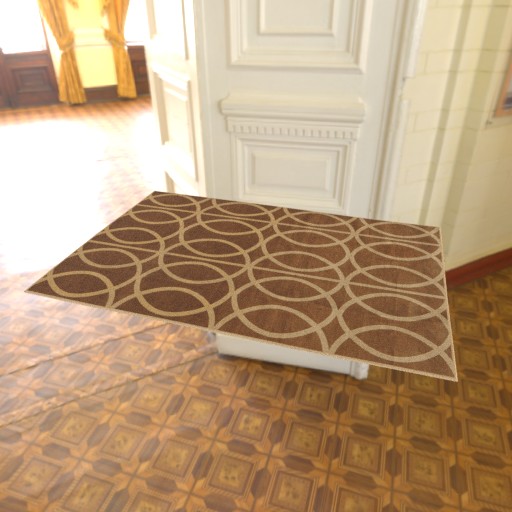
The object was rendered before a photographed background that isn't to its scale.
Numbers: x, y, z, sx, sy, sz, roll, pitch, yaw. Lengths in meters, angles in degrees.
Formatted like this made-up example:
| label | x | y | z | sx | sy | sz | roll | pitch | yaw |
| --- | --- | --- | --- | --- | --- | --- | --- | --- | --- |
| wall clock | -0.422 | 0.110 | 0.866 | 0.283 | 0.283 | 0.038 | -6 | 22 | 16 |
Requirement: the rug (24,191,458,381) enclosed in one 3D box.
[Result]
| label | x | y | z | sx | sy | sz | roll | pitch | yaw |
| --- | --- | --- | --- | --- | --- | --- | --- | --- | --- |
| rug | 0.000 | 0.000 | 2.830 | 2.294 | 0.014 | 1.528 | 9 | 32 | 14 |
